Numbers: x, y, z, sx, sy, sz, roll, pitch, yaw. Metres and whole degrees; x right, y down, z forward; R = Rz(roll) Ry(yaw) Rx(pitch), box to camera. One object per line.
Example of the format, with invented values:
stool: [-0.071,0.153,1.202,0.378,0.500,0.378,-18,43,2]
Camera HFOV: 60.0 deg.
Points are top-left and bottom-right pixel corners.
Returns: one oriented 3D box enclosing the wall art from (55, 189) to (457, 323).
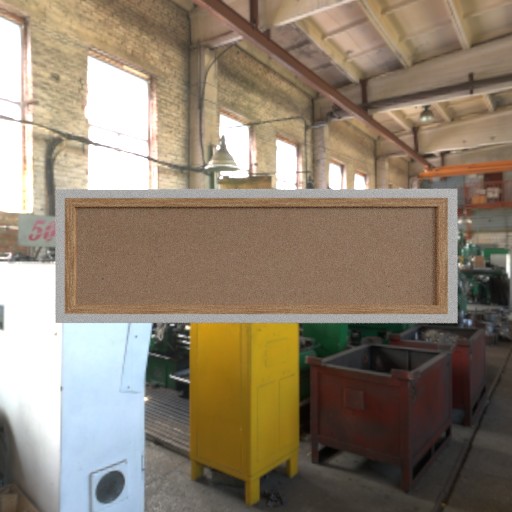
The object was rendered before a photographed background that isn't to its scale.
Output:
wall art: [0.000,0.000,1.693,1.520,0.507,0.039,0,0,0]
